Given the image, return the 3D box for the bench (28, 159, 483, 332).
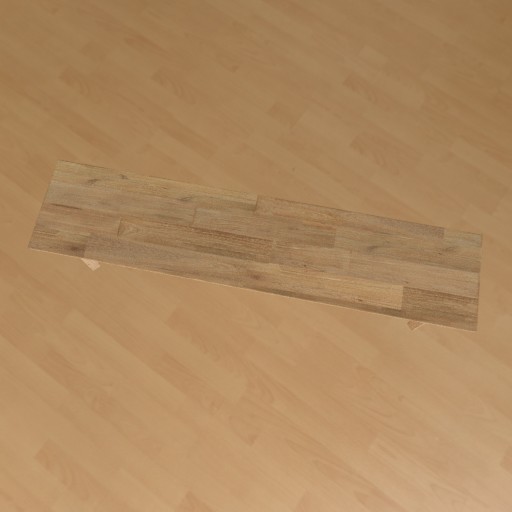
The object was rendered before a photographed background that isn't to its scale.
[{"bbox_3d":[0.000,0.000,1.900,1.698,0.431,0.378,10,75,3],"label":"bench"}]
